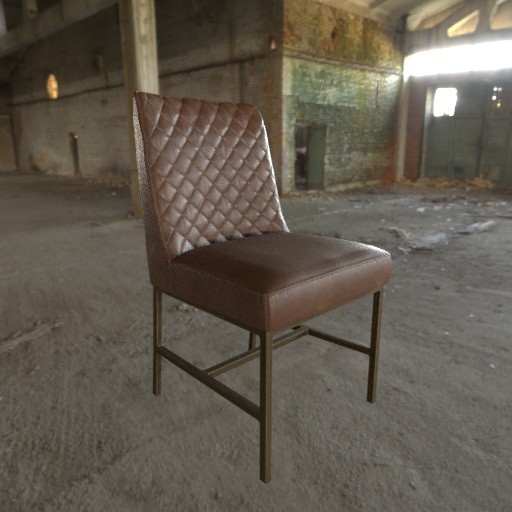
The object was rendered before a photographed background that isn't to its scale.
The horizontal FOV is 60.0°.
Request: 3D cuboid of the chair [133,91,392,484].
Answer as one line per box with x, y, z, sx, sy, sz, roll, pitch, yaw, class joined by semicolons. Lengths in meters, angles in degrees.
0.000;0.000;1.252;0.508;0.889;0.587;-13;19;-43;chair
